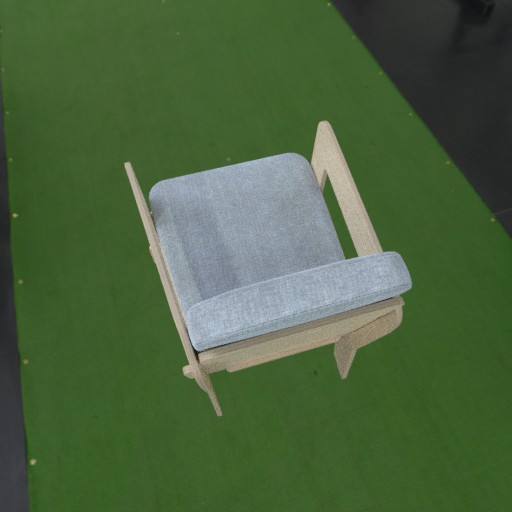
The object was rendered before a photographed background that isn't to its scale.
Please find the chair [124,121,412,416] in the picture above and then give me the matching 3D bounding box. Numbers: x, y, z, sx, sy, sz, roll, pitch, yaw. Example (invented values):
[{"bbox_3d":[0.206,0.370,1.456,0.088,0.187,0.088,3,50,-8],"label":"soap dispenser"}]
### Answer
[{"bbox_3d":[0.000,0.000,1.254,0.590,0.800,0.710,-14,60,-8],"label":"chair"}]
